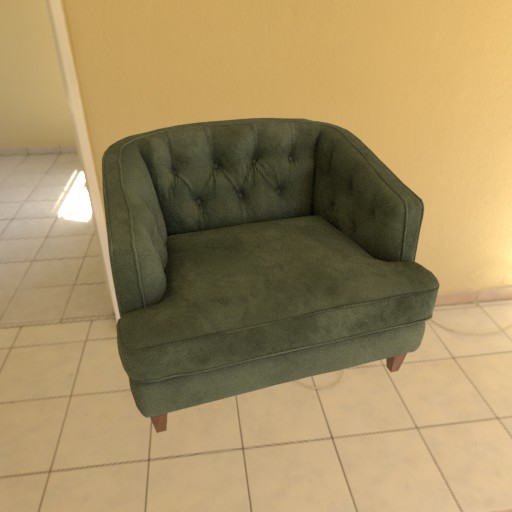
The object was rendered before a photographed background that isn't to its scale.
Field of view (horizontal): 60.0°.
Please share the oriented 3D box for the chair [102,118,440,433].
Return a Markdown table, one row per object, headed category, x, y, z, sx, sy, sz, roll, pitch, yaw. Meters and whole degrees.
| category | x | y | z | sx | sy | sz | roll | pitch | yaw |
| --- | --- | --- | --- | --- | --- | --- | --- | --- | --- |
| chair | 0.000 | 0.000 | 1.766 | 1.104 | 0.852 | 0.941 | -9 | 32 | -15 |
